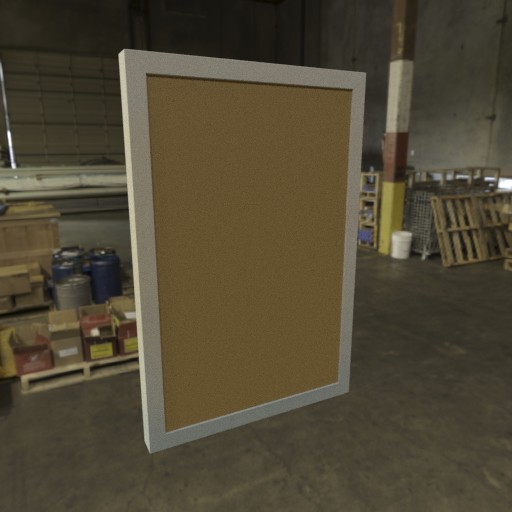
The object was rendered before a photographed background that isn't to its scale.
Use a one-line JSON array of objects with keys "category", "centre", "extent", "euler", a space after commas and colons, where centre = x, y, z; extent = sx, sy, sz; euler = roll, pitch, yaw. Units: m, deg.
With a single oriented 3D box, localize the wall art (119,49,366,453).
[{"category": "wall art", "centre": [0.000, 0.000, 0.759], "extent": [0.408, 0.611, 0.038], "euler": [-7, 15, -27]}]
